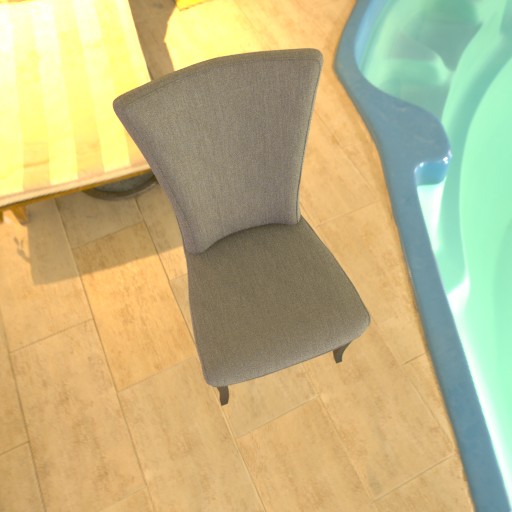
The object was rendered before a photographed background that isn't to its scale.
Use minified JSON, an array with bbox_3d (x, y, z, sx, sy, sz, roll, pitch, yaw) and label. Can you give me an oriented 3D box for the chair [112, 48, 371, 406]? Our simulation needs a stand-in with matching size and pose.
[{"bbox_3d":[0.000,0.000,1.366,0.520,0.991,0.660,-18,65,-9],"label":"chair"}]
